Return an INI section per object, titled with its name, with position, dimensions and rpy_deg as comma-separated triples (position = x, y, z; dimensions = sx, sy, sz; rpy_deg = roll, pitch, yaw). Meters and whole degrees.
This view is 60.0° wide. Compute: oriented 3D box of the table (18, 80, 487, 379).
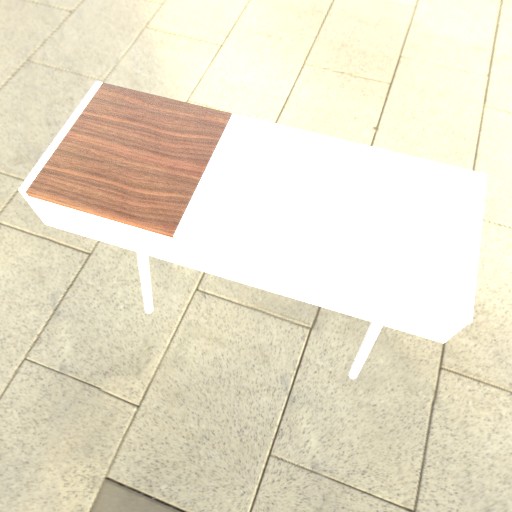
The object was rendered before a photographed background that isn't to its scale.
[table]
position = 0.000, 0.000, 1.423
dimensions = 1.066, 0.785, 0.418
rpy_deg = 16, 63, 8
